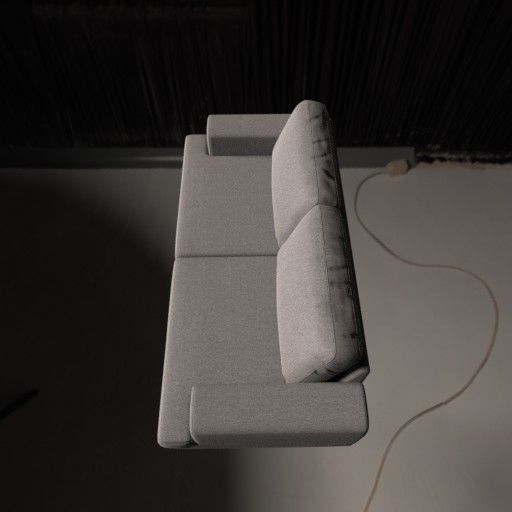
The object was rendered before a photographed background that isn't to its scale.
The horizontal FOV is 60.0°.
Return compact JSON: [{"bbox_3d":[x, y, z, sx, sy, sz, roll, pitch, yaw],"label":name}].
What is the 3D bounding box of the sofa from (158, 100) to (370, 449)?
[{"bbox_3d":[0.000,0.000,2.087,0.785,0.810,1.650,-1,59,0],"label":"sofa"}]
